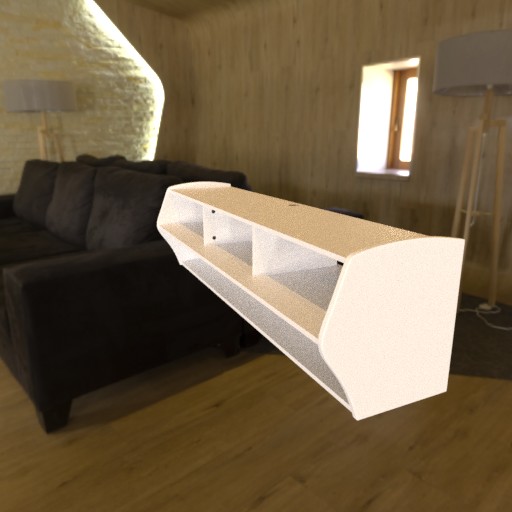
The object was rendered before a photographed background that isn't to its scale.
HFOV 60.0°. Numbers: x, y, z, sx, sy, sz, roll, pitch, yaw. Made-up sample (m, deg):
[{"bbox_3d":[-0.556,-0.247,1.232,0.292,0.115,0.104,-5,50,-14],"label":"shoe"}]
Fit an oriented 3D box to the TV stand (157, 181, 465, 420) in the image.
[{"bbox_3d":[0.000,0.000,1.660,0.397,0.424,1.473,-7,16,-25],"label":"TV stand"}]
